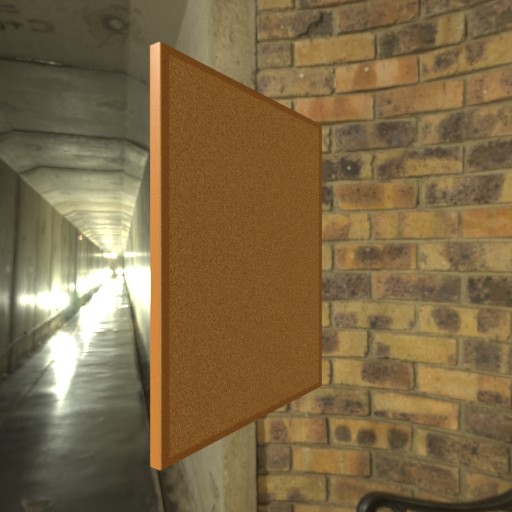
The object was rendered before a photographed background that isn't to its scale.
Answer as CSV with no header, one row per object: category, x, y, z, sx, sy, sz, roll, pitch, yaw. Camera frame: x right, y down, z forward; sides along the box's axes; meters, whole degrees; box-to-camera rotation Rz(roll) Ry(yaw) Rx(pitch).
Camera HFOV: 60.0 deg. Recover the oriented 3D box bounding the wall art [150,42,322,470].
wall art,0.000,0.000,0.520,0.015,0.379,0.310,0,0,36
